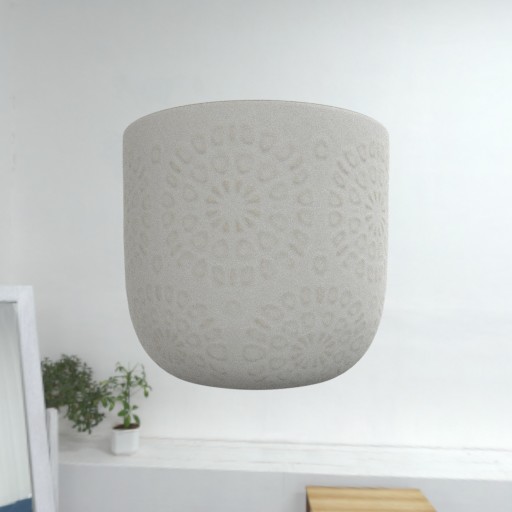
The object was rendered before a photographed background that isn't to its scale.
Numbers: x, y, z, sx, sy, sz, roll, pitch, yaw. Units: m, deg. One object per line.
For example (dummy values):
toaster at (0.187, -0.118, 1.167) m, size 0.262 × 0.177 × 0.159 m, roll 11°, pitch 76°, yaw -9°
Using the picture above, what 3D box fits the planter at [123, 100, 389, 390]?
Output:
planter at (0.000, 0.000, 0.216) m, size 0.124 × 0.109 × 0.124 m, roll 0°, pitch 0°, yaw 0°
